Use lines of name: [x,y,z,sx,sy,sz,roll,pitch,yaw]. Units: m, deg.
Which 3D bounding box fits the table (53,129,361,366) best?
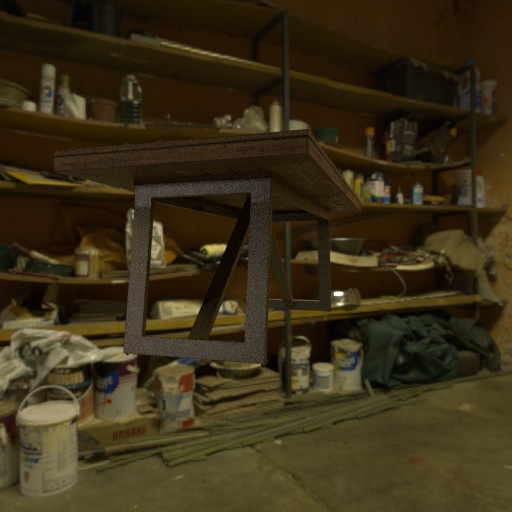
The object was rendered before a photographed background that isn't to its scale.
table: [0.000,0.000,2.344,0.931,0.757,1.867,0,0,18]
